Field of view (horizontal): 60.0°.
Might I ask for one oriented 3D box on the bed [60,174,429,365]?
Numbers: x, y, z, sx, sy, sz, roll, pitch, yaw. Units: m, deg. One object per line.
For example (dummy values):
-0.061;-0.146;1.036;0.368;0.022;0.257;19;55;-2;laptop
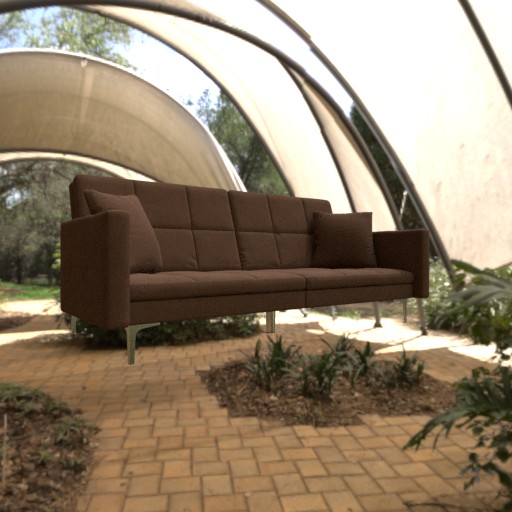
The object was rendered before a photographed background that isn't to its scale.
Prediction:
0.000;0.000;2.390;1.905;0.787;0.889;0;0;-37;bed
